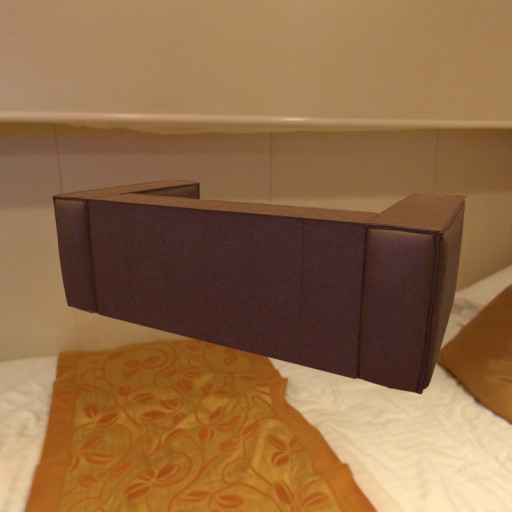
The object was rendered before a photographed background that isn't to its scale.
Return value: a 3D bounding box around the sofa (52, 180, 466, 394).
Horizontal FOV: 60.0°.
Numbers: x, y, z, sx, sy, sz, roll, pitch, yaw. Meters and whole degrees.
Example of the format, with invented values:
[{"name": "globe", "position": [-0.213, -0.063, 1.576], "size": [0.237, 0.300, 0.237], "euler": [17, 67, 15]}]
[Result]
[{"name": "sofa", "position": [0.000, 0.000, 2.526], "size": [2.088, 0.703, 1.102], "euler": [8, 17, 27]}]
